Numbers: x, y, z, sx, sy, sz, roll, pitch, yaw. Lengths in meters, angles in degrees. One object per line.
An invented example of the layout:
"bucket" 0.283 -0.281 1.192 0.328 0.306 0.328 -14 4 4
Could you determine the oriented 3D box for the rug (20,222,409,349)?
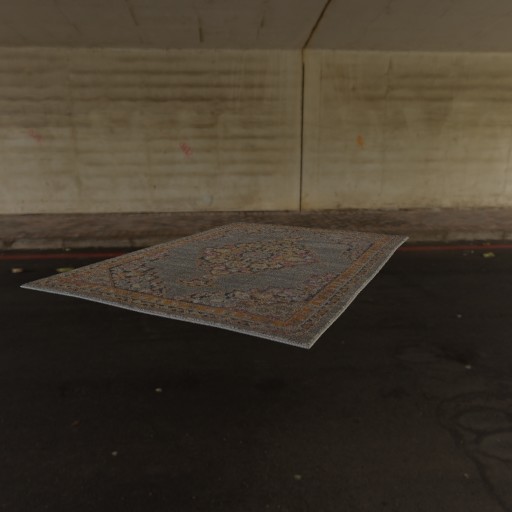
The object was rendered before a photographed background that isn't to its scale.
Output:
"rug" 0.000 0.000 3.738 2.043 0.026 2.901 7 15 26
